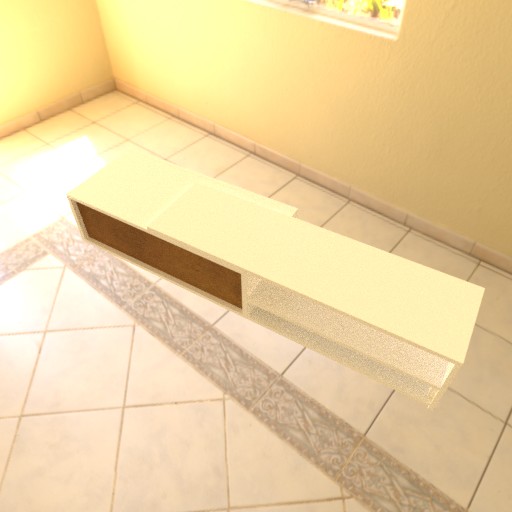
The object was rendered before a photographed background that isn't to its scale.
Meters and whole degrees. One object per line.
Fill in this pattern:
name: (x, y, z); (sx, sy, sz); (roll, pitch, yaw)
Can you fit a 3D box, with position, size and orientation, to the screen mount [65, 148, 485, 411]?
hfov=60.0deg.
screen mount: (0.000, 0.000, 1.862); (1.680, 0.320, 0.420); (23, 50, 20)
